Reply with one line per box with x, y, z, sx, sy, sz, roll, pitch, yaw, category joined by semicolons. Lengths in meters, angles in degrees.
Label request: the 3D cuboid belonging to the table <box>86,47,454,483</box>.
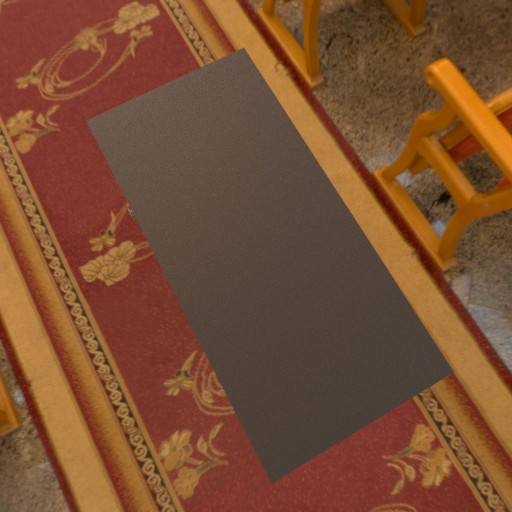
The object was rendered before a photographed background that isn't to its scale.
0.000;0.000;1.393;0.550;0.400;1.100;-28;77;-7;table
